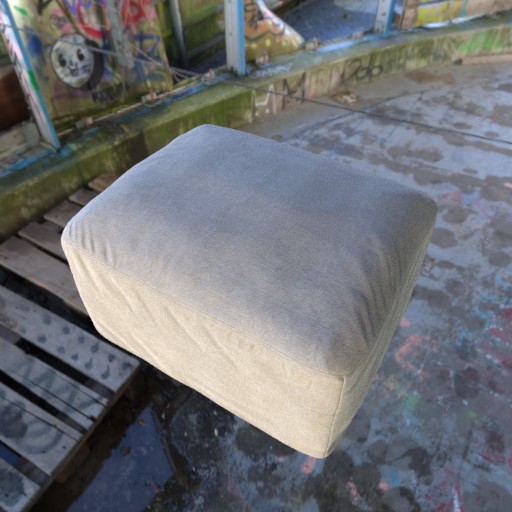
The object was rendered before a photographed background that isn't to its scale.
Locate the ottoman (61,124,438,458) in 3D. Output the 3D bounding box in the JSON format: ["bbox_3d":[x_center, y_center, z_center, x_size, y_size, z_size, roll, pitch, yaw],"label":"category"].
[{"bbox_3d":[0.000,0.000,1.259,0.837,0.481,0.683,23,50,21],"label":"ottoman"}]
